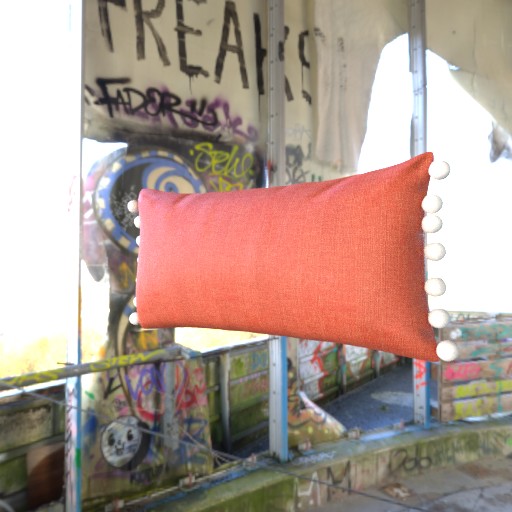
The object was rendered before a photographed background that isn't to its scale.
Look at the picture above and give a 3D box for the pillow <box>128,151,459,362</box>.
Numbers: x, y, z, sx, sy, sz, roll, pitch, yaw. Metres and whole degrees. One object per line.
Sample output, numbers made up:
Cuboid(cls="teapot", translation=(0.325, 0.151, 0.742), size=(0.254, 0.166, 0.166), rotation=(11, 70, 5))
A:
Cuboid(cls="pillow", translation=(0.000, 0.000, 0.831), size=(0.709, 0.322, 0.201), rotation=(-1, -2, 37))
